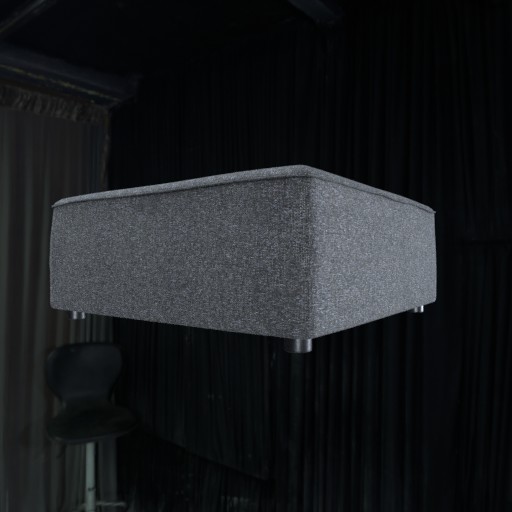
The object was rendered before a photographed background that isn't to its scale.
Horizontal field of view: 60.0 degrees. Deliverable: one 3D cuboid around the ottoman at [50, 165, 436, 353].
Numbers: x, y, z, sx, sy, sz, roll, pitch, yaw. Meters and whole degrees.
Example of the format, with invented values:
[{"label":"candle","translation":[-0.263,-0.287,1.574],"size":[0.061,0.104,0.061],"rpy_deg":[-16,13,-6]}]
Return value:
[{"label":"ottoman","translation":[0.000,0.000,1.591],"size":[1.021,0.423,1.017],"rpy_deg":[0,0,37]}]
